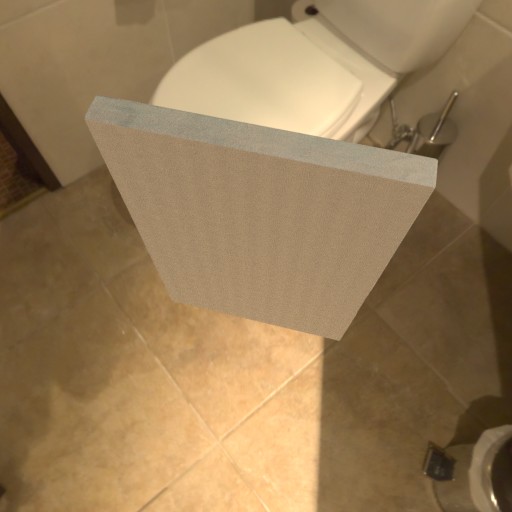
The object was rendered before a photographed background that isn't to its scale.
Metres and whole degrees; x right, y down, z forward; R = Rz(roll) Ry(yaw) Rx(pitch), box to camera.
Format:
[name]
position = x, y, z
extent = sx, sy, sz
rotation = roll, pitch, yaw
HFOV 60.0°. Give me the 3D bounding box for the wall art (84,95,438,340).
[wall art]
position = 0.000, 0.000, 1.163
extent = 0.609, 0.911, 0.061
rotation = 13, 64, 6
